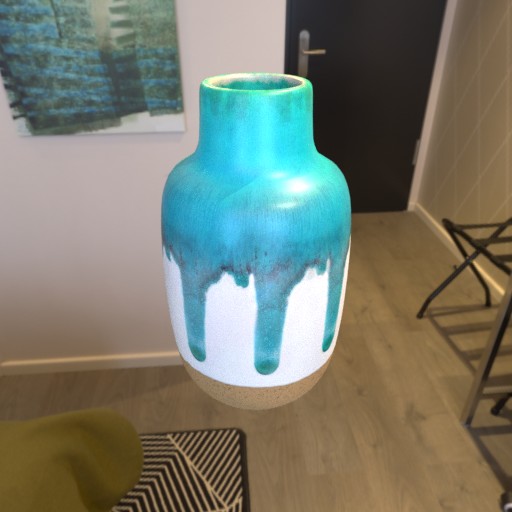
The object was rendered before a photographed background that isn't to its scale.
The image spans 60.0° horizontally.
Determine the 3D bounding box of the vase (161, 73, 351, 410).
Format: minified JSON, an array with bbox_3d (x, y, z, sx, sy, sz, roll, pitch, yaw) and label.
[{"bbox_3d":[0.000,0.000,0.257,0.106,0.192,0.106,0,31,0],"label":"vase"}]
